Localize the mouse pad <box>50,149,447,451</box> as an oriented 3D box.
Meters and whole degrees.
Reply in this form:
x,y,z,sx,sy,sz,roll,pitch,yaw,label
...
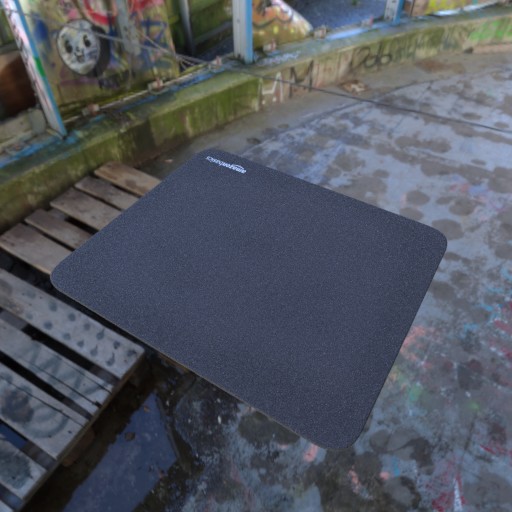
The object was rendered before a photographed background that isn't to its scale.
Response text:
x,y,z,sx,sy,sz,roll,pitch,yaw,label
0.000,0.000,0.347,0.249,0.002,0.211,24,51,21,mouse pad
